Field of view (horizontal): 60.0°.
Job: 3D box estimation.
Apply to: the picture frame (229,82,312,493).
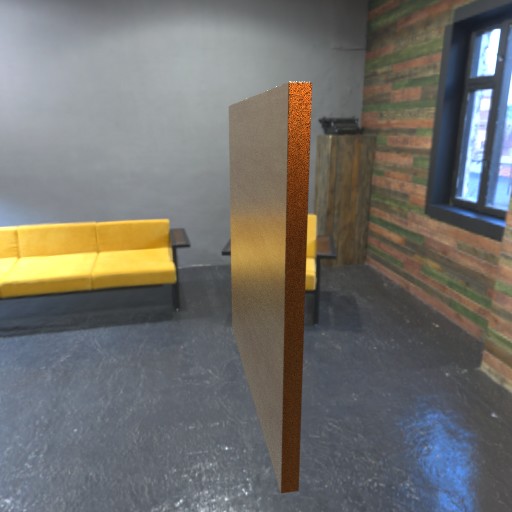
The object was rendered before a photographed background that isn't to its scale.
[{"bbox_3d":[0.000,0.000,1.132,0.037,0.761,0.758,-3,16,-10],"label":"picture frame"}]
